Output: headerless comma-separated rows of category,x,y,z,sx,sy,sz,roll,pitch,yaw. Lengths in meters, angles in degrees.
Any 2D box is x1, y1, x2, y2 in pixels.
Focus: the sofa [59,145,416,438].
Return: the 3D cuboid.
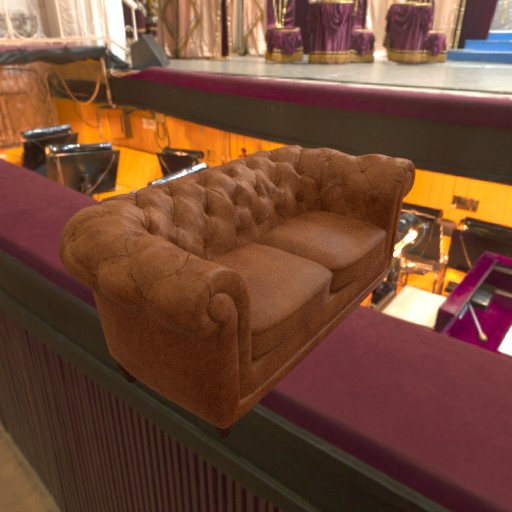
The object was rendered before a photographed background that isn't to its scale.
sofa,0.000,0.000,2.447,1.042,0.877,1.979,19,32,33
